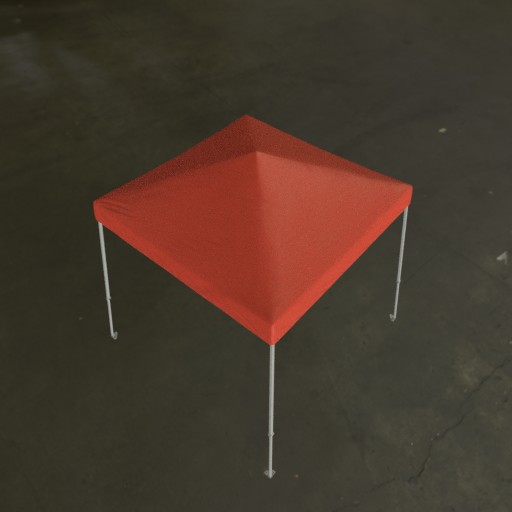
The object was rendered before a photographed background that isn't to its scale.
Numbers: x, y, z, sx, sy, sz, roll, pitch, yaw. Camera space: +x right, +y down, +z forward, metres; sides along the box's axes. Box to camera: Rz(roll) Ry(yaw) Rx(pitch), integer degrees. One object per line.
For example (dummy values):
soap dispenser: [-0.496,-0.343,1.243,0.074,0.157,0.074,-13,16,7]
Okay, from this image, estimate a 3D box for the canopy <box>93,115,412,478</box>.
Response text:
canopy: [0.000,0.000,5.225,2.850,2.850,2.849,32,54,27]
